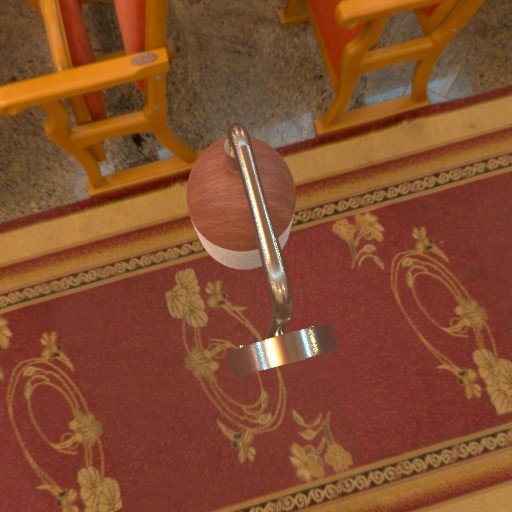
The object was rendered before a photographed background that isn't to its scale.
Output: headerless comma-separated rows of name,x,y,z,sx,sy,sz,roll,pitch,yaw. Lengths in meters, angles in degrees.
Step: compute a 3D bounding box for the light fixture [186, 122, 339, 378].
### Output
light fixture,0.000,0.000,0.444,0.108,0.343,0.216,-15,77,-4
